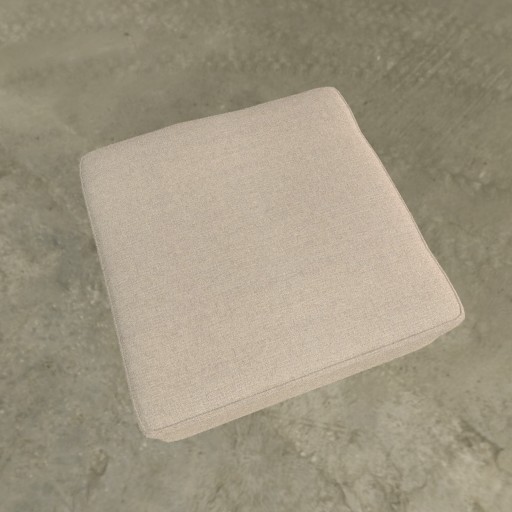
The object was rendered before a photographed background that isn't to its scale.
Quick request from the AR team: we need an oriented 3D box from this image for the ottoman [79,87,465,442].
[{"bbox_3d":[0.000,0.000,1.351,0.838,0.481,0.838,-18,67,-8],"label":"ottoman"}]
